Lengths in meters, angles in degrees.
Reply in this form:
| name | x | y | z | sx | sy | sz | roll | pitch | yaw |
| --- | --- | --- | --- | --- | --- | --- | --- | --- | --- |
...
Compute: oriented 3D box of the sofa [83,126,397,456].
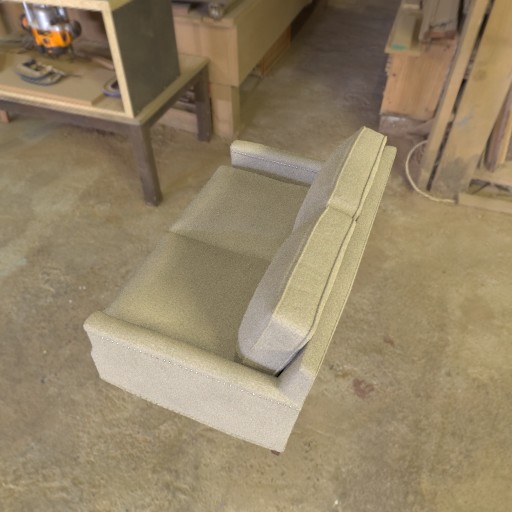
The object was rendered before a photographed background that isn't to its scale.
| name | x | y | z | sx | sy | sz | roll | pitch | yaw |
| --- | --- | --- | --- | --- | --- | --- | --- | --- | --- |
| sofa | 0.000 | 0.000 | 2.351 | 1.084 | 1.003 | 1.597 | 17 | 49 | 15 |
